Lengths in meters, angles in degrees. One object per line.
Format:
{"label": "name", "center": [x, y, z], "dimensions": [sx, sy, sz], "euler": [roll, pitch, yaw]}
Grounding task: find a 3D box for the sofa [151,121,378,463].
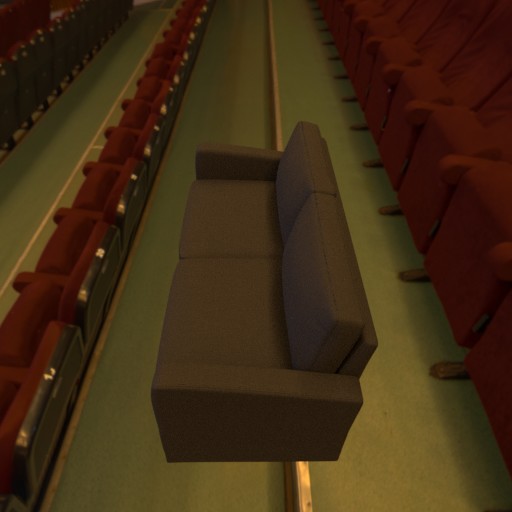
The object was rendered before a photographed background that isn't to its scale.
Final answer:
{"label": "sofa", "center": [0.000, 0.000, 2.404], "dimensions": [0.898, 0.839, 1.852], "euler": [0, 42, 0]}
